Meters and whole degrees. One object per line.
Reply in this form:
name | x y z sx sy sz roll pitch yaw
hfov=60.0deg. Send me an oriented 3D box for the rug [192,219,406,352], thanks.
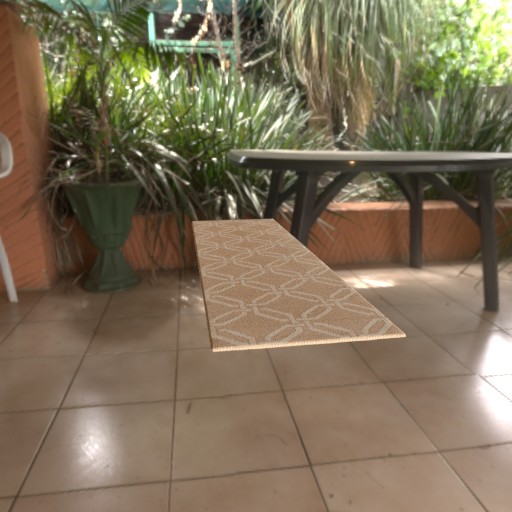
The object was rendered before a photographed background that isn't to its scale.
rug | 0.000 0.000 2.573 0.678 0.014 2.276 -3 15 -9
